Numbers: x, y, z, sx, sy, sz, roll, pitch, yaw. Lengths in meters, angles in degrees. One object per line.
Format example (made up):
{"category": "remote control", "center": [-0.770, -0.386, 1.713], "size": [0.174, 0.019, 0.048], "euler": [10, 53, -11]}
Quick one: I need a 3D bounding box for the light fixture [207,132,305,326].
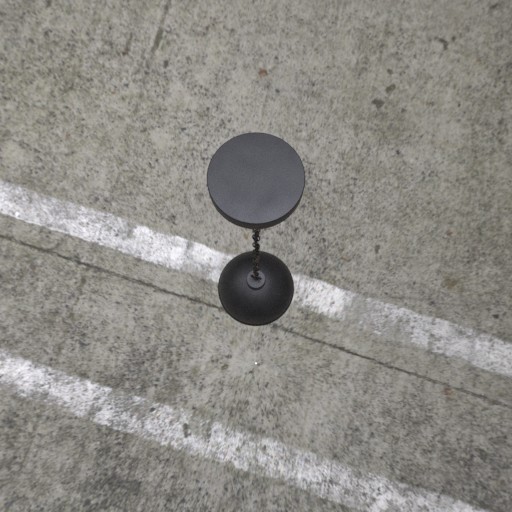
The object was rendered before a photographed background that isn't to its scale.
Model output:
{"category": "light fixture", "center": [0.000, 0.000, 1.247], "size": [0.304, 1.090, 0.304], "euler": [17, 77, 4]}
